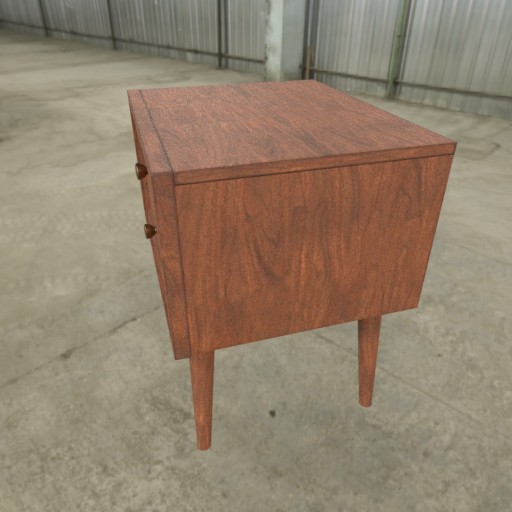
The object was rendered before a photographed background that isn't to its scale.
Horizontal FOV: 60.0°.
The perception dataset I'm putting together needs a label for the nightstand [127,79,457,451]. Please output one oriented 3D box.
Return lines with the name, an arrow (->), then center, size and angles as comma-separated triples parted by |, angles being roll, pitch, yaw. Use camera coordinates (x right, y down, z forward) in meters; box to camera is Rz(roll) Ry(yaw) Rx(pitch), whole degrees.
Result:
nightstand -> 0.000, 0.000, 0.949 | 0.445, 0.607, 0.521 | -9, 33, -14
